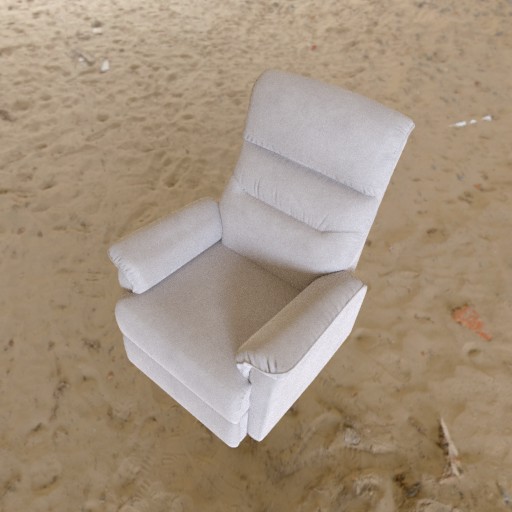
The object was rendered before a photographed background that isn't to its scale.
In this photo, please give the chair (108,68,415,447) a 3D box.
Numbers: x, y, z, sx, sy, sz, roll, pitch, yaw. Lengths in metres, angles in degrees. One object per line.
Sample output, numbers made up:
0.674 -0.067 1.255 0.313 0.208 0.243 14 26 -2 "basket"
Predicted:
0.000 0.000 1.696 0.820 1.039 1.001 31 54 25 "chair"
